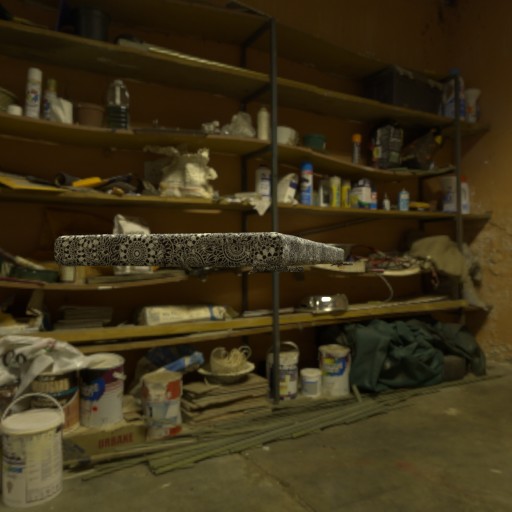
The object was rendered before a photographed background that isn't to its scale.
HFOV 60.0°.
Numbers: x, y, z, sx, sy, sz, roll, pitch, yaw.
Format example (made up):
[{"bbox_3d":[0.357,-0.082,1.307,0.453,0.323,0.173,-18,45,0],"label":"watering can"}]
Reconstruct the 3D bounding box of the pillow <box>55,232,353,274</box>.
[{"bbox_3d":[0.000,0.000,1.334,0.492,0.081,1.187,0,-1,16],"label":"pillow"}]
